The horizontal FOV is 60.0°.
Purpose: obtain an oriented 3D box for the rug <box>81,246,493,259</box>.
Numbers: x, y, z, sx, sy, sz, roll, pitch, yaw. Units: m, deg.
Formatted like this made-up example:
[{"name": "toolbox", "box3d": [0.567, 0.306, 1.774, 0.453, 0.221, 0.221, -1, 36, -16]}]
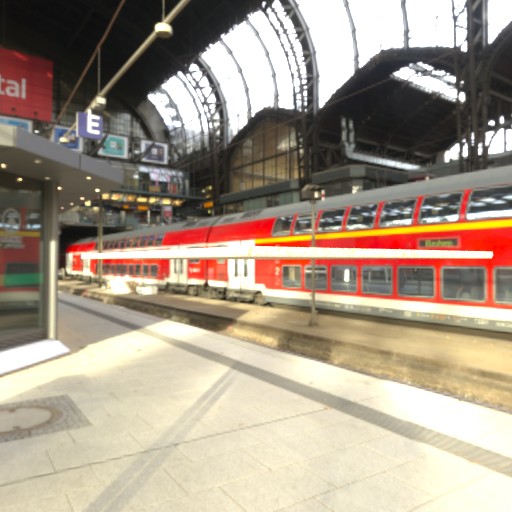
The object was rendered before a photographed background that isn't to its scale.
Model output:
[{"name": "rug", "box3d": [0.000, 0.000, 2.073, 1.200, 0.027, 1.600, 0, -1, -35]}]
